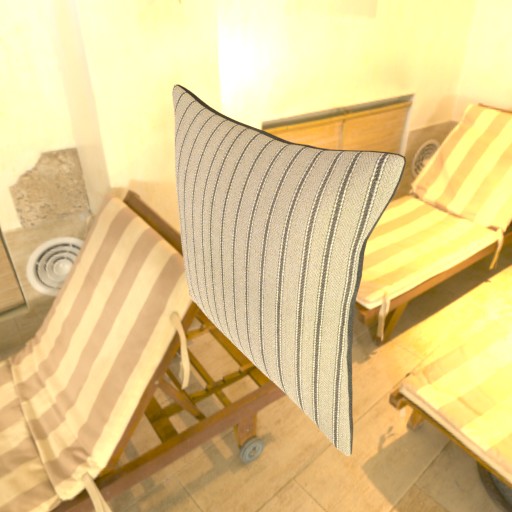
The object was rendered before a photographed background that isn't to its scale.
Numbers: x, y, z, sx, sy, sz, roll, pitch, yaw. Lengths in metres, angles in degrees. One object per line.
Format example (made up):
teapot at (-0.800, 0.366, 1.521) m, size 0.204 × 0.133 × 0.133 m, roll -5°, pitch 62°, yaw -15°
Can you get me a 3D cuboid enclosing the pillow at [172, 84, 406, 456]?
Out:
pillow at (0.000, 0.000, 0.683) m, size 0.138 × 0.444 × 0.468 m, roll -21°, pitch 38°, yaw -30°
